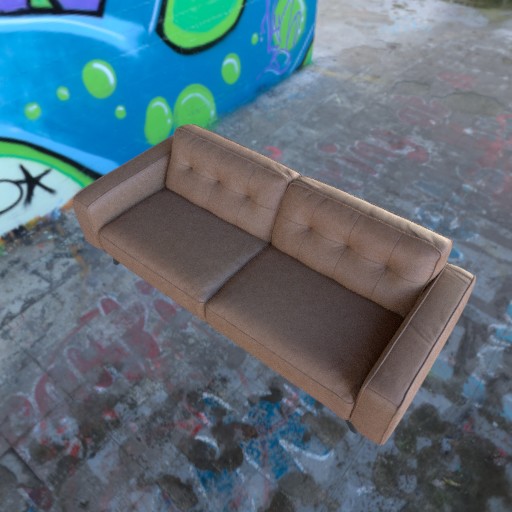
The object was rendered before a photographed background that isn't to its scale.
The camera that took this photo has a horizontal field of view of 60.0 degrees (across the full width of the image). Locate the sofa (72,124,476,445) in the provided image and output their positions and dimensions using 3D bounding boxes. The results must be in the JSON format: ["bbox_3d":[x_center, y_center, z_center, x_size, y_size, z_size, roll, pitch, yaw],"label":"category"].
[{"bbox_3d":[0.000,0.000,2.679,2.270,0.780,0.953,30,54,25],"label":"sofa"}]
